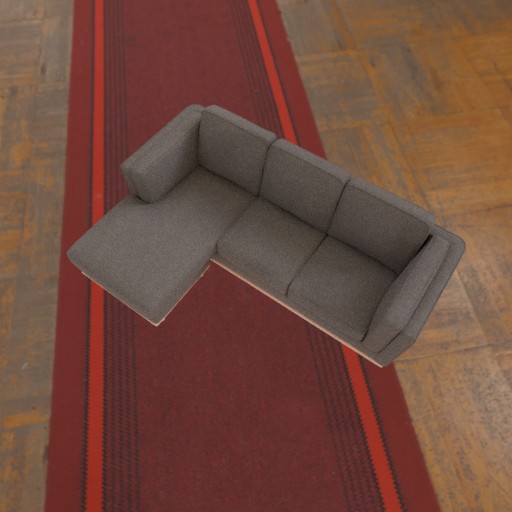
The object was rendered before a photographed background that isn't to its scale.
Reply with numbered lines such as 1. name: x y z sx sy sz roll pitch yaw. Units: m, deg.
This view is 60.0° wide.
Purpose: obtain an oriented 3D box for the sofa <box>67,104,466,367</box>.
1. sofa: 0.000 0.000 3.228 2.411 0.929 1.604 31 64 17
